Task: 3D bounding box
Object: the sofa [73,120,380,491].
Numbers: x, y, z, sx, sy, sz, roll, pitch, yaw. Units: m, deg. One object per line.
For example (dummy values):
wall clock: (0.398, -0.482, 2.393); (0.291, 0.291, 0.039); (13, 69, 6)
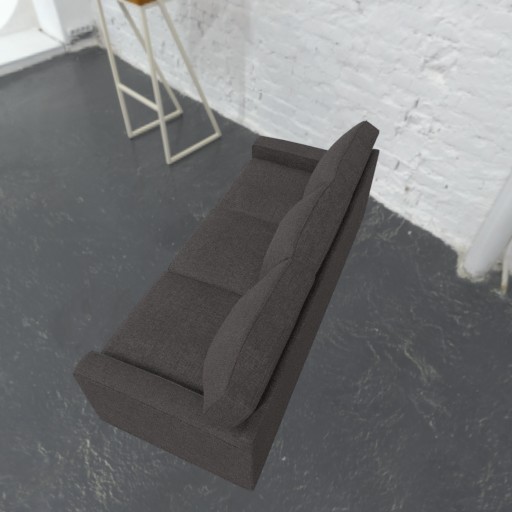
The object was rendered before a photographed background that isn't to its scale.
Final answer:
sofa: (0.000, 0.000, 2.873); (1.004, 0.978, 2.369); (18, 50, 16)
